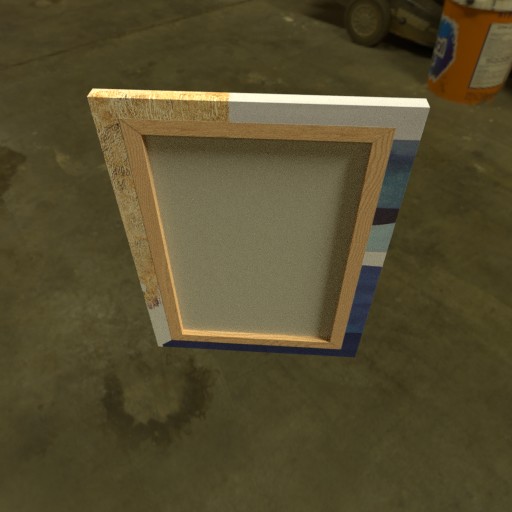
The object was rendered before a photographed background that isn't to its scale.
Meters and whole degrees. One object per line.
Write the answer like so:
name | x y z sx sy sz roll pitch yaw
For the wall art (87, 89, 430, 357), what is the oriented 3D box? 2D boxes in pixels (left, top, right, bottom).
wall art | 0.000 0.000 0.819 0.458 0.613 0.026 3 46 2
